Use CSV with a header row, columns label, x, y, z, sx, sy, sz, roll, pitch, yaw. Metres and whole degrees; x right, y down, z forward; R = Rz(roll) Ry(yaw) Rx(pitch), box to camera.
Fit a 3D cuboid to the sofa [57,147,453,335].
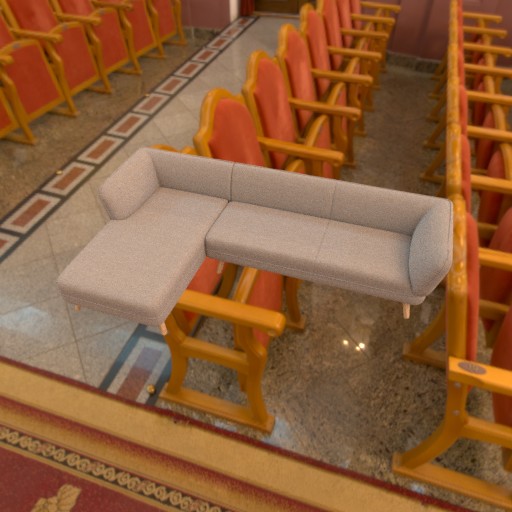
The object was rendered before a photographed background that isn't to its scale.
label,x,y,z,sx,sy,sz,roll,pitch,yaw
sofa,0.000,0.000,3.337,2.653,0.693,1.532,13,43,14
